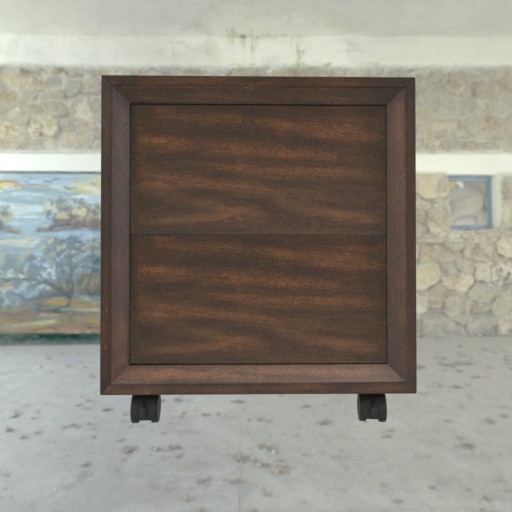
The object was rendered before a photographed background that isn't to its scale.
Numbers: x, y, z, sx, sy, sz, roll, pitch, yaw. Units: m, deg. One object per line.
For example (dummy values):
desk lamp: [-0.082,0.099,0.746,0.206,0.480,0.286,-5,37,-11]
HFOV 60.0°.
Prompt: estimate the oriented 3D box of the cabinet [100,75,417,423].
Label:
cabinet: [0.000,0.000,0.814,0.402,0.455,0.500,0,-1,-1]
